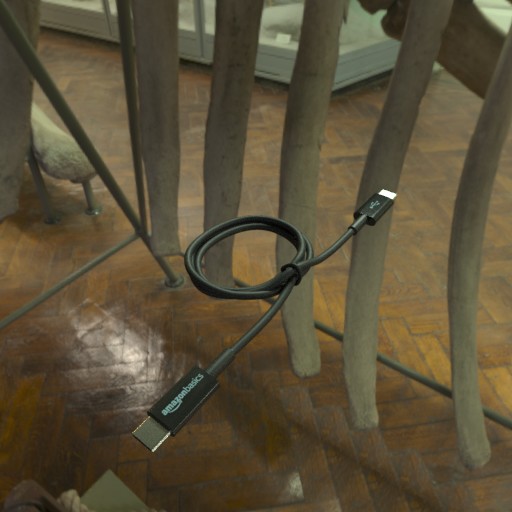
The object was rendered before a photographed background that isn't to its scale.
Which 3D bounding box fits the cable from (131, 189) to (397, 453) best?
[{"bbox_3d":[0.000,0.000,0.227,0.070,0.014,0.203,26,47,27],"label":"cable"}]
